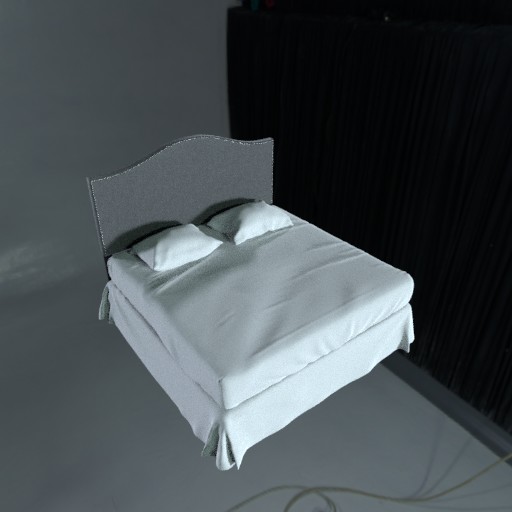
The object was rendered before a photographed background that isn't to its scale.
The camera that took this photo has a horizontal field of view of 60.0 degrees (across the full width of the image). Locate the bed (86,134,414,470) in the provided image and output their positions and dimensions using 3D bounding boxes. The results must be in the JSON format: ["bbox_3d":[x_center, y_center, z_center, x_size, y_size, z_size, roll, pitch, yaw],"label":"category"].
[{"bbox_3d":[0.000,0.000,3.860,2.314,1.651,2.219,-21,37,-31],"label":"bed"}]
